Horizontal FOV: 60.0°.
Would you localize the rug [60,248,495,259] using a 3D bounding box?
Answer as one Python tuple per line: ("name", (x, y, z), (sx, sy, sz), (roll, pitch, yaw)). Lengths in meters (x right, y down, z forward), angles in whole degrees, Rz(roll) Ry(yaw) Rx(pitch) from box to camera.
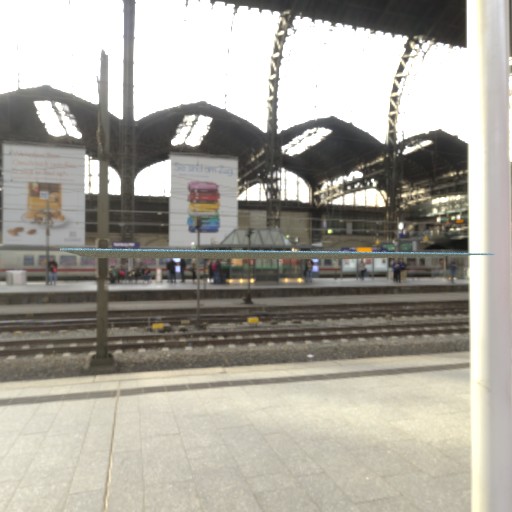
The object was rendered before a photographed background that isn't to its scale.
("rug", (0.000, 0.000, 3.962), (2.980, 0.012, 2.363), (0, -1, -18))
